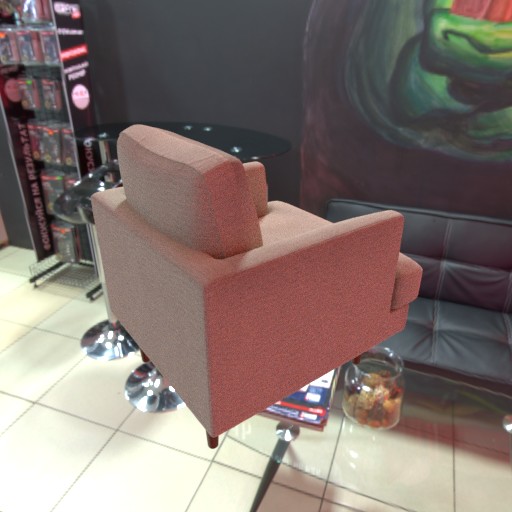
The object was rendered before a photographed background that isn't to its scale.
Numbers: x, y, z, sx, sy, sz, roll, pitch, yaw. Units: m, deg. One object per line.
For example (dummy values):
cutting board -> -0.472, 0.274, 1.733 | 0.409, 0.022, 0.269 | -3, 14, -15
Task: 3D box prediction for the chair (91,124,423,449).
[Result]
chair -> 0.000, 0.000, 1.646 | 0.899, 0.957, 0.858 | -19, 33, -32
